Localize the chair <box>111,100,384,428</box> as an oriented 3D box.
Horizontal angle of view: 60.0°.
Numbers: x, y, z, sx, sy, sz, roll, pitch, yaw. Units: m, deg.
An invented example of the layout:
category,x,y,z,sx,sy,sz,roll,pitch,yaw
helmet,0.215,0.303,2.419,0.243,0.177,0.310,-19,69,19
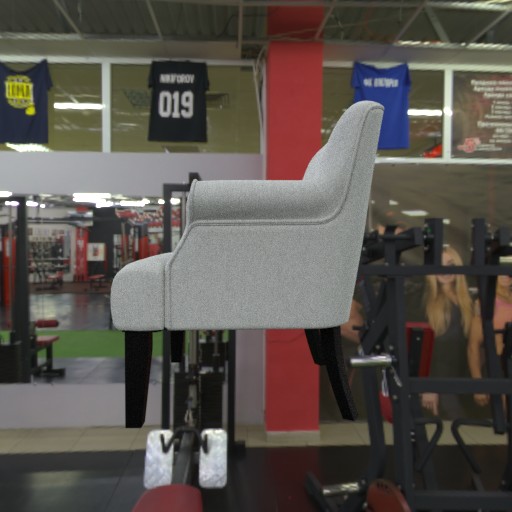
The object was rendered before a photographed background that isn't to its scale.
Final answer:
category,x,y,z,sx,sy,sz,roll,pitch,yaw
chair,0.000,0.000,1.477,0.750,0.875,0.781,0,1,0
